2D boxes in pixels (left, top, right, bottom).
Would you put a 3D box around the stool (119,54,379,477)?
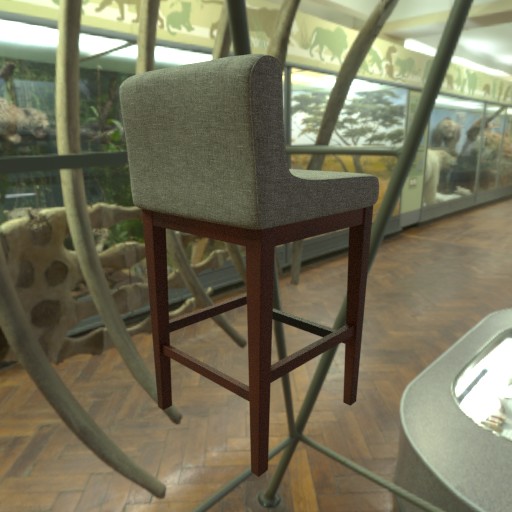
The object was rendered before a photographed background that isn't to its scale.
[{"bbox_3d":[0.000,0.000,1.090,0.417,0.835,0.459,14,20,42],"label":"stool"}]
